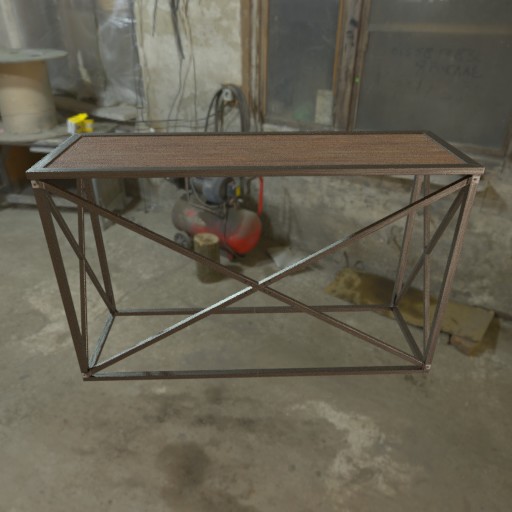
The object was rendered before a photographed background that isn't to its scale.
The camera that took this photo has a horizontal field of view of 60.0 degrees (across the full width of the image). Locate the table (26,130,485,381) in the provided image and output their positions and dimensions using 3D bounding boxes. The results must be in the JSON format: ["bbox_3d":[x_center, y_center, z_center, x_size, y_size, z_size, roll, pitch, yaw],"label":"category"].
[{"bbox_3d":[0.000,0.000,1.531,1.216,0.753,0.402,-1,30,-2],"label":"table"}]
